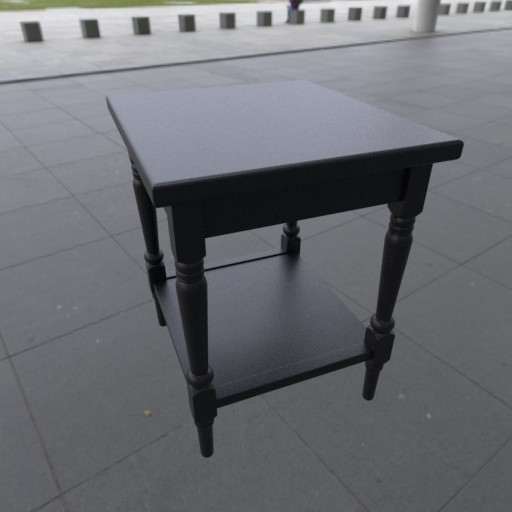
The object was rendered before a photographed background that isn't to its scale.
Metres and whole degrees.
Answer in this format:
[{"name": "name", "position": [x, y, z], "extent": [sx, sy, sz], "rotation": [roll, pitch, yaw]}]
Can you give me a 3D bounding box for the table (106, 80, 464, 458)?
[{"name": "table", "position": [0.000, 0.000, 0.897], "extent": [0.442, 0.565, 0.488], "rotation": [-12, 34, -18]}]
